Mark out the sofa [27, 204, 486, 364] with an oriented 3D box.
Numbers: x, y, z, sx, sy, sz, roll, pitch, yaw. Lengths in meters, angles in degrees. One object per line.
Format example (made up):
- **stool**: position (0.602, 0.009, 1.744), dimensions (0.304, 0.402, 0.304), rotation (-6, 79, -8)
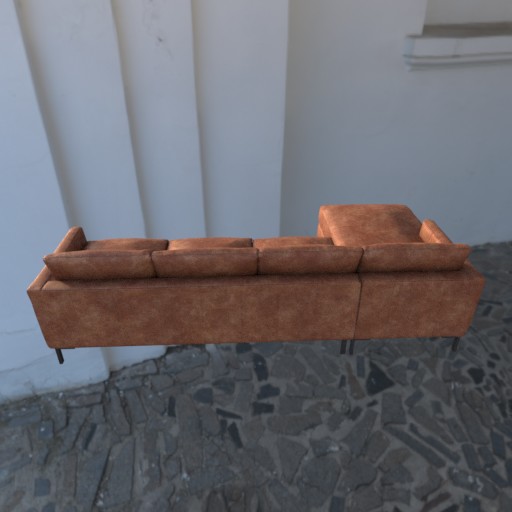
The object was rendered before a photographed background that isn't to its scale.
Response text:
- **sofa**: position (0.000, 0.000, 3.592), dimensions (2.993, 0.859, 1.471), rotation (-1, 31, -2)
